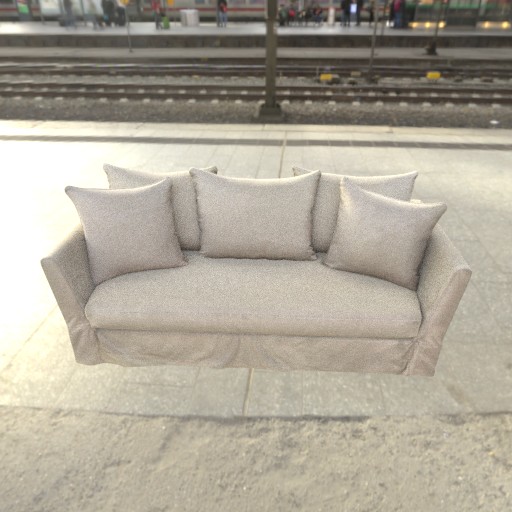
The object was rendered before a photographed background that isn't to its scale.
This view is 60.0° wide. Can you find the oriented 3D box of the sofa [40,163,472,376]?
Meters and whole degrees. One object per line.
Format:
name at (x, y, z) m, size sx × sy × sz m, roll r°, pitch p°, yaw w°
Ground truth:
sofa at (0.000, 0.000, 2.856) m, size 2.290 × 1.034 × 1.031 m, roll 1°, pitch 30°, yaw 3°
